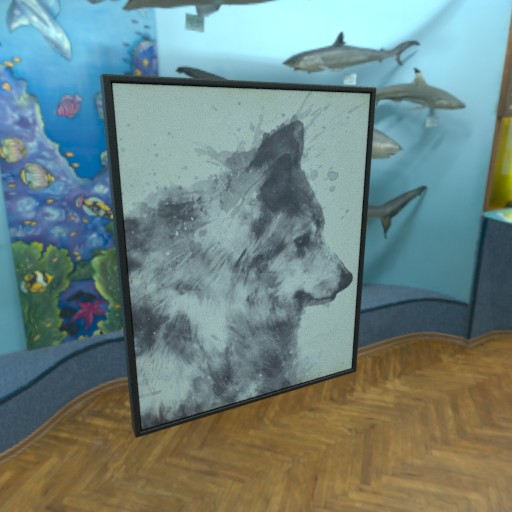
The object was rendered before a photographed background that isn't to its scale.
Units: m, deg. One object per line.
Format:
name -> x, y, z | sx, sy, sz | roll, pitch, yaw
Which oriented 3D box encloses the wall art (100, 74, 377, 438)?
wall art -> 0.000, 0.000, 0.752 | 0.451, 0.551, 0.028 | -8, 18, -26
